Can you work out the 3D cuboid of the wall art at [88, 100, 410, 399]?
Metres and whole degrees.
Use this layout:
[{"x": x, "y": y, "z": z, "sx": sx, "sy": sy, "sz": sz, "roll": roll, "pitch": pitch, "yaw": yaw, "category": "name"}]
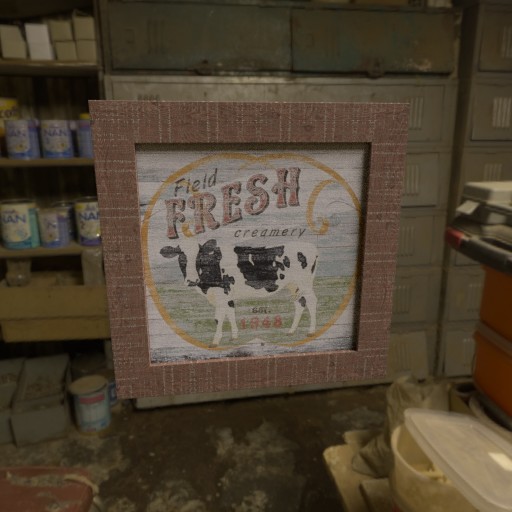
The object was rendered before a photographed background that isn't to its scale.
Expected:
[{"x": 0.000, "y": 0.000, "z": 0.810, "sx": 0.531, "sy": 0.531, "sz": 0.029, "roll": -2, "pitch": 16, "yaw": -8, "category": "wall art"}]
